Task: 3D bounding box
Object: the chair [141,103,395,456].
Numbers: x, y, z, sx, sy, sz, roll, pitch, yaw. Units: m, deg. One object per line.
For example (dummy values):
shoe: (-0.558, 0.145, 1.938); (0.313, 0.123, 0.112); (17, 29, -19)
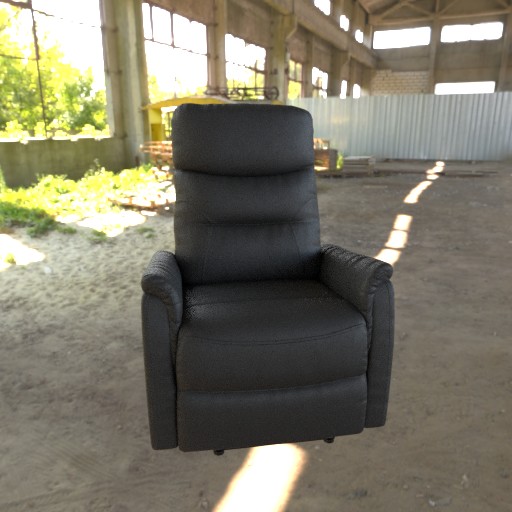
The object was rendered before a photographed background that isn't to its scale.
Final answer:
chair: (0.000, 0.000, 1.613); (0.775, 1.082, 0.831); (-2, 16, -9)
